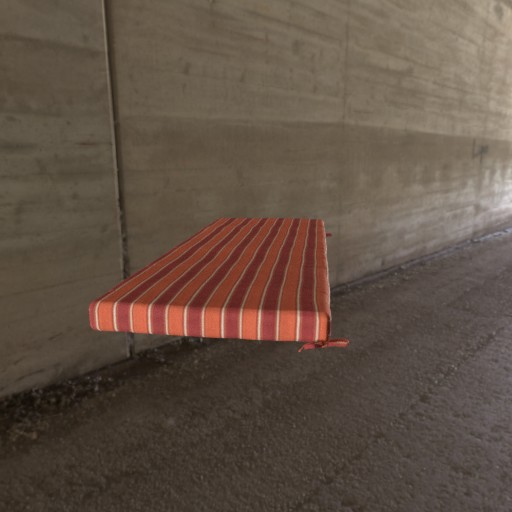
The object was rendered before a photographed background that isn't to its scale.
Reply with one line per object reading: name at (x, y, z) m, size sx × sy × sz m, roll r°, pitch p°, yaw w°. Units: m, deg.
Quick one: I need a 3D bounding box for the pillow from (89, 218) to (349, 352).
pillow at (0.000, 0.000, 1.355) m, size 0.492 × 0.081 × 1.187 m, roll 2°, pitch 13°, yaw 8°
